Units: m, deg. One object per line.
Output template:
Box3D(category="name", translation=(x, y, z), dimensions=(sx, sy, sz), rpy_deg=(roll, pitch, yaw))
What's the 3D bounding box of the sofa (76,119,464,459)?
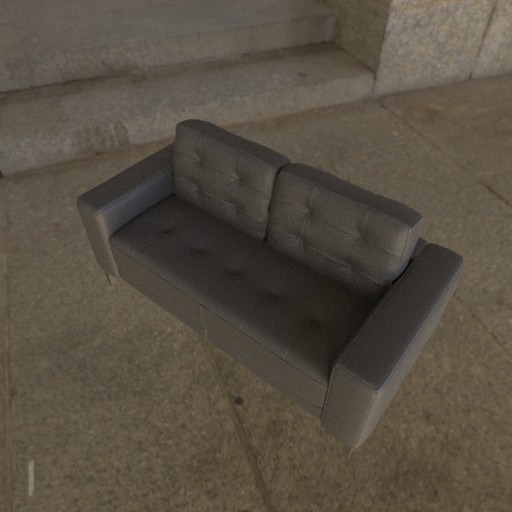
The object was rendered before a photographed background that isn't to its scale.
Box3D(category="sofa", translation=(0.000, 0.000, 2.201), dimensions=(1.726, 0.892, 0.833), rpy_deg=(29, 52, 26))
